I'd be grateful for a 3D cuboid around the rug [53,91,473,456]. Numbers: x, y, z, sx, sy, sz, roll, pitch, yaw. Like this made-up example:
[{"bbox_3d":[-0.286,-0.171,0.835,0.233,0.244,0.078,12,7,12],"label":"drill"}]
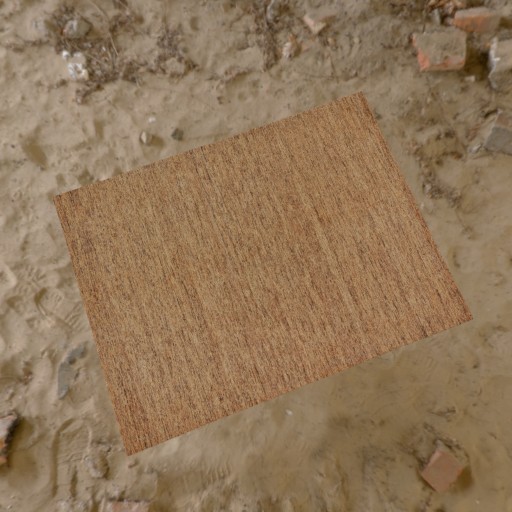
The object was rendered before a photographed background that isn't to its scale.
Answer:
[{"bbox_3d":[0.000,0.000,4.062,3.200,0.012,2.438,-20,77,-5],"label":"rug"}]
